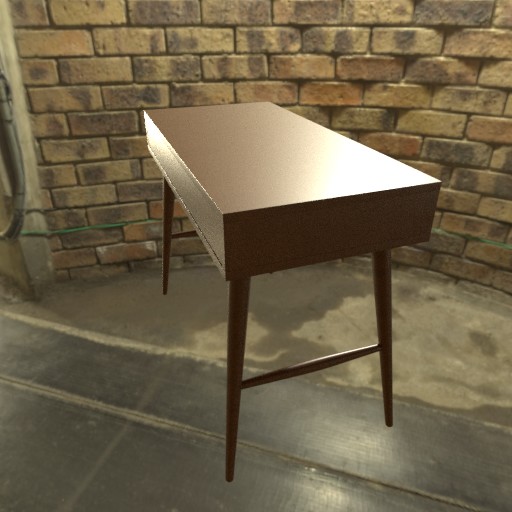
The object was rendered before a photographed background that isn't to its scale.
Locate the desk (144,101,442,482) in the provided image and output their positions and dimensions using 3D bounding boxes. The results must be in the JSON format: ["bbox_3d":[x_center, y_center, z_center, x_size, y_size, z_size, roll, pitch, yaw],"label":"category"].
[{"bbox_3d":[0.000,0.000,1.412,0.510,0.758,0.949,-10,31,-18],"label":"desk"}]
